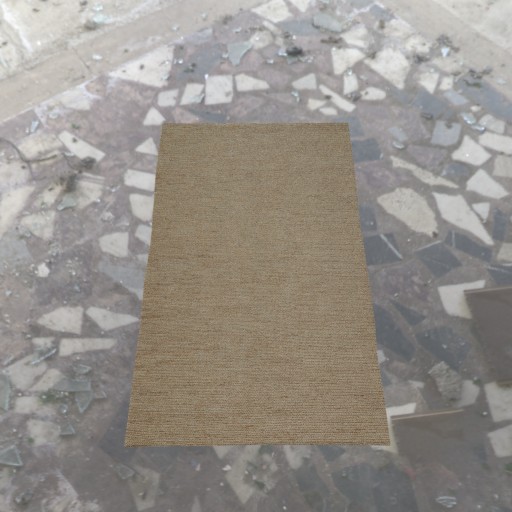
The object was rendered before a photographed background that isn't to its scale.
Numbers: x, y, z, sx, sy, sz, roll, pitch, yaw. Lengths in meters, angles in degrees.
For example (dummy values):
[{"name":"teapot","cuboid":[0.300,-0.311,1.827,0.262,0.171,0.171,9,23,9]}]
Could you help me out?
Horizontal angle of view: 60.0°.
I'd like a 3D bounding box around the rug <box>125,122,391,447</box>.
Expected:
[{"name":"rug","cuboid":[0.000,0.000,3.084,1.533,0.011,2.439,0,63,0]}]
